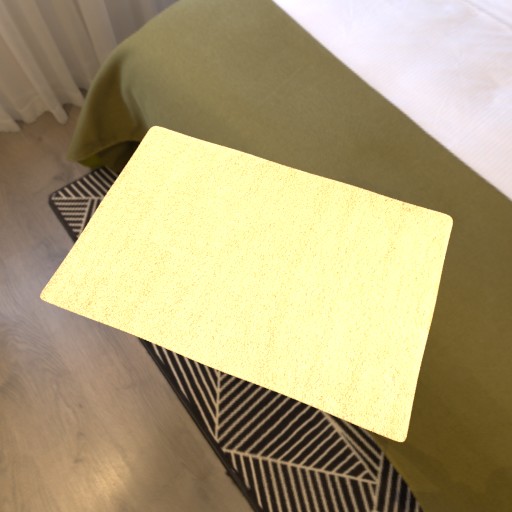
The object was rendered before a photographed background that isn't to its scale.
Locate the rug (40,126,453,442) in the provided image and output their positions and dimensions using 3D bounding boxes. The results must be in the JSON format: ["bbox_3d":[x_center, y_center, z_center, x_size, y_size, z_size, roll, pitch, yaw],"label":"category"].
[{"bbox_3d":[0.000,0.000,3.387,2.698,0.025,1.798,19,64,10],"label":"rug"}]
